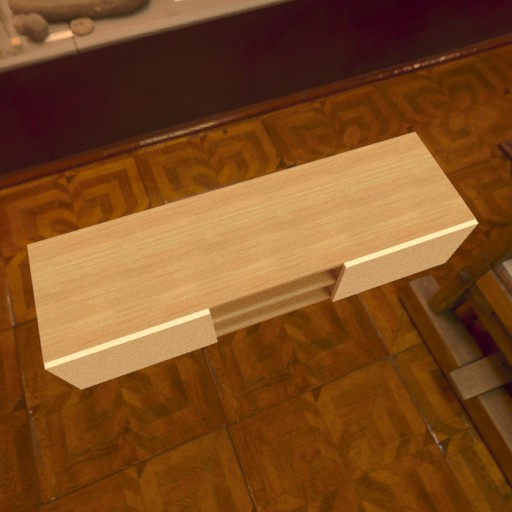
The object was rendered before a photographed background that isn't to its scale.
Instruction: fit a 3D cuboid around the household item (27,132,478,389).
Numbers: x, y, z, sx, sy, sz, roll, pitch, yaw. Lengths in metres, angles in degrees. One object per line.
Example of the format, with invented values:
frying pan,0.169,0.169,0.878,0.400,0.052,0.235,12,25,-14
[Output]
household item,0.000,0.000,1.568,1.400,0.310,0.420,-18,64,-9
